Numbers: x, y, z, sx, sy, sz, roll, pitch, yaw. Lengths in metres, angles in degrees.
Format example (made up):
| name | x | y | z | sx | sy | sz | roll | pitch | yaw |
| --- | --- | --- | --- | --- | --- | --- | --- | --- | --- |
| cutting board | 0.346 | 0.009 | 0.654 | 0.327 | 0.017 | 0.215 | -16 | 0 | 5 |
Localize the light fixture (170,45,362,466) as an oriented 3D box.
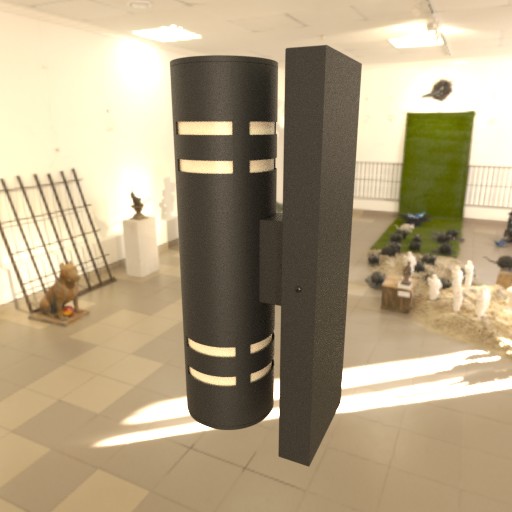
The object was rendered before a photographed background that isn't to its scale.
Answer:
| name | x | y | z | sx | sy | sz | roll | pitch | yaw |
| --- | --- | --- | --- | --- | --- | --- | --- | --- | --- |
| light fixture | 0.000 | 0.000 | 0.407 | 0.149 | 0.330 | 0.105 | 8 | 18 | 24 |
